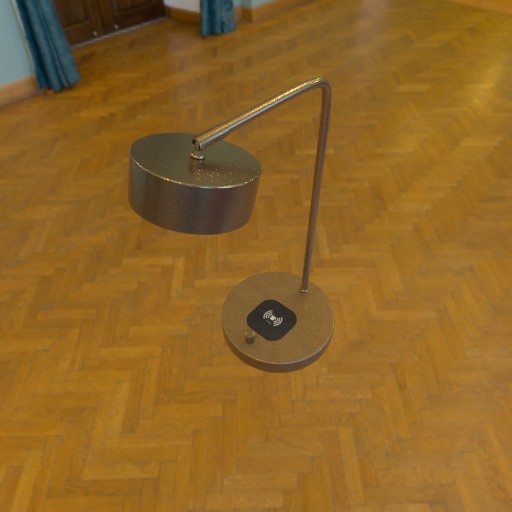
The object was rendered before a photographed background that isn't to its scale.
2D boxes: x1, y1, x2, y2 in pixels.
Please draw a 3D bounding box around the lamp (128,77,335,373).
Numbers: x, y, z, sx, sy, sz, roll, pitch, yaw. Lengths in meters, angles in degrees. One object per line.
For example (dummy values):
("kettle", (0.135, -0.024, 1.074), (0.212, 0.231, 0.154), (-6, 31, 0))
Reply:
("lamp", (0.000, 0.000, 0.526), (0.171, 0.380, 0.270), (33, 55, 28))
